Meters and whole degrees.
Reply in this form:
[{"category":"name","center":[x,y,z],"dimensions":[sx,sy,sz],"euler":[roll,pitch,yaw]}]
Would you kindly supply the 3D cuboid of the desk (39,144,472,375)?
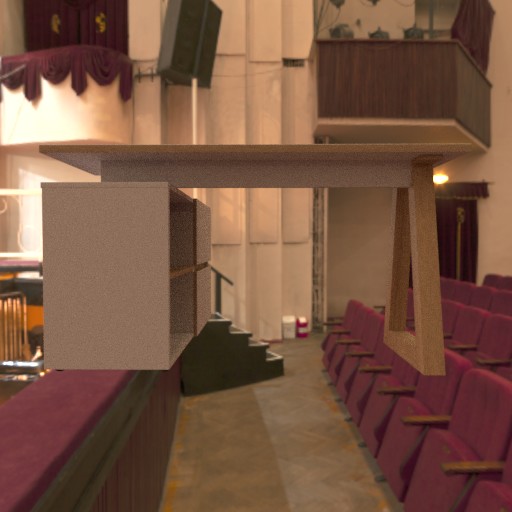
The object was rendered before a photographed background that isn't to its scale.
[{"category":"desk","center":[0.000,0.000,1.996],"dimensions":[1.404,0.755,1.098],"euler":[0,2,1]}]
